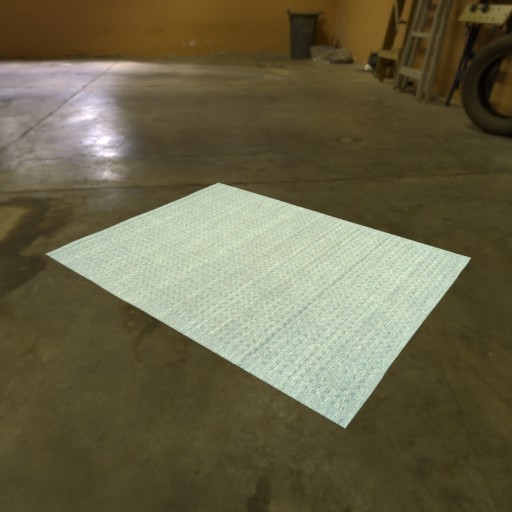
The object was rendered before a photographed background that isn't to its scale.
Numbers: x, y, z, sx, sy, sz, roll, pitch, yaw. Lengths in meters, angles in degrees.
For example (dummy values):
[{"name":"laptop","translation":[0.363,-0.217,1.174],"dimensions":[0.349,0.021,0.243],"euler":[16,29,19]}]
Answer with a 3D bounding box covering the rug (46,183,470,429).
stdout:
[{"name":"rug","translation":[0.000,0.000,4.164],"dimensions":[3.200,0.007,2.443],"euler":[22,36,33]}]
